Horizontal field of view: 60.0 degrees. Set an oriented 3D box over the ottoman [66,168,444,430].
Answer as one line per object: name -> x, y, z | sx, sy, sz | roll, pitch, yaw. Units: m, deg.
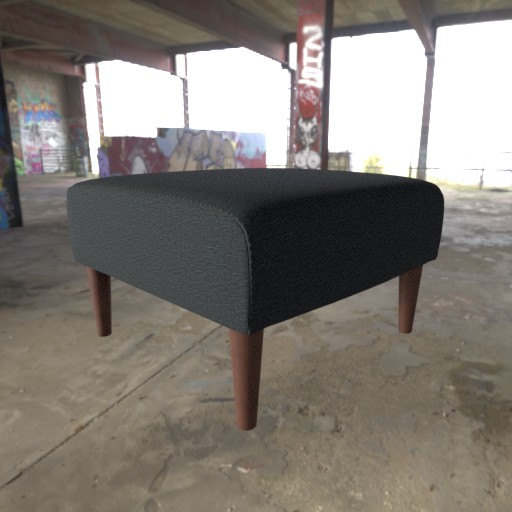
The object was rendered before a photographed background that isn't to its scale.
ottoman -> 0.000, 0.000, 1.067 | 0.650, 0.398, 0.649 | -14, 20, -43
